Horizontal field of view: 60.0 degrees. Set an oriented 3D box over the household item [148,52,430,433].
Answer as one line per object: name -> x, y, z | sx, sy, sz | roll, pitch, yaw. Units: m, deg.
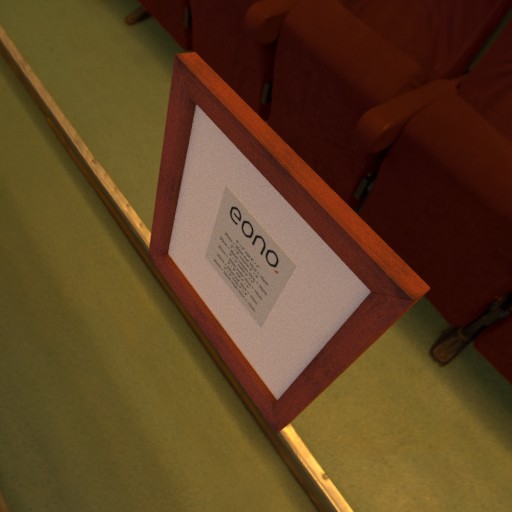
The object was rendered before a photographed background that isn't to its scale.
household item -> 0.000, 0.000, 0.385 | 0.131, 0.240, 0.240 | -34, 69, -15
